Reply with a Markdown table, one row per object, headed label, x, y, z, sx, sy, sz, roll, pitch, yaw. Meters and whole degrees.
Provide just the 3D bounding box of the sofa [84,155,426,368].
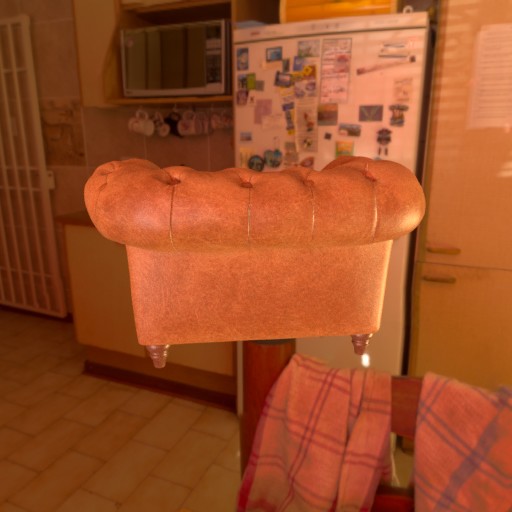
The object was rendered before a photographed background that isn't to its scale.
| label | x | y | z | sx | sy | sz | roll | pitch | yaw |
| --- | --- | --- | --- | --- | --- | --- | --- | --- | --- |
| sofa | 0.000 | 0.000 | 2.040 | 1.405 | 0.878 | 1.033 | -2 | 15 | -7 |
